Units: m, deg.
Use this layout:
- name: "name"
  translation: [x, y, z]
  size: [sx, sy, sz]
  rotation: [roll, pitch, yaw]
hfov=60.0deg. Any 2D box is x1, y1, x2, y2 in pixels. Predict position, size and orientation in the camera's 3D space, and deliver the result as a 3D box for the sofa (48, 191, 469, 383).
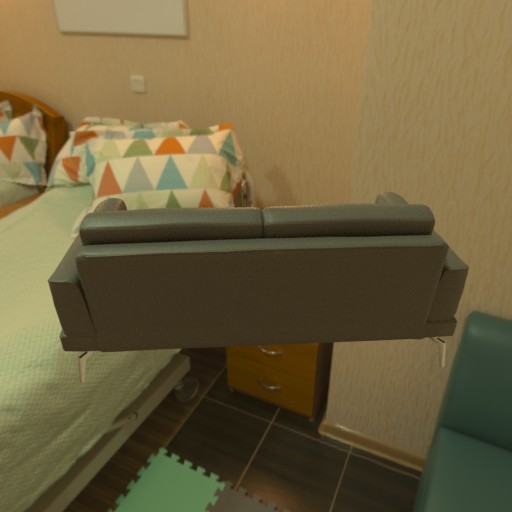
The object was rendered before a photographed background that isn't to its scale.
- name: "sofa"
  translation: [0.000, 0.000, 2.731]
  size: [2.177, 0.930, 1.121]
  rotation: [-2, 29, -3]
